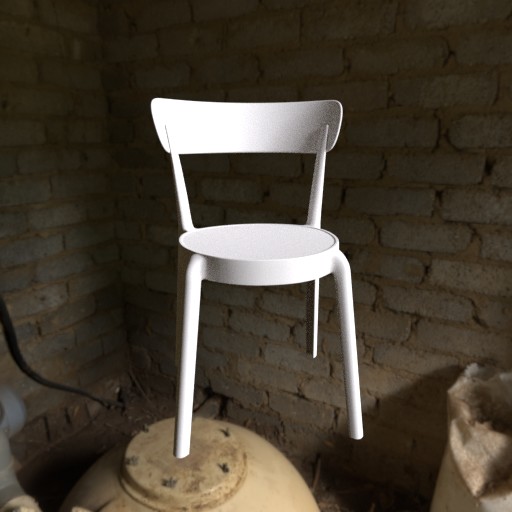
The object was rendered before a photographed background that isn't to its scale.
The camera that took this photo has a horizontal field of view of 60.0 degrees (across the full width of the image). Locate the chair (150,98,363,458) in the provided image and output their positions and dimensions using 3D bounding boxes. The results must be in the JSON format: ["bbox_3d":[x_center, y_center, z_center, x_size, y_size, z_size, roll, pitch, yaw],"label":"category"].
[{"bbox_3d":[0.000,0.000,1.151,0.506,0.790,0.491,-2,16,-8],"label":"chair"}]
